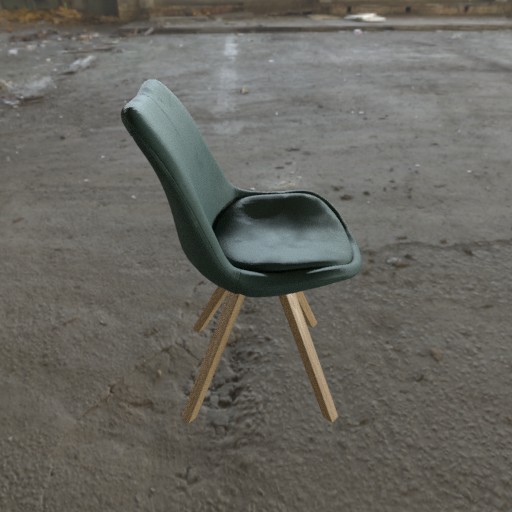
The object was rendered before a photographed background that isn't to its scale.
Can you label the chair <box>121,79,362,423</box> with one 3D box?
[{"bbox_3d":[0.000,0.000,1.206,0.547,0.865,0.483,-1,33,-2],"label":"chair"}]
